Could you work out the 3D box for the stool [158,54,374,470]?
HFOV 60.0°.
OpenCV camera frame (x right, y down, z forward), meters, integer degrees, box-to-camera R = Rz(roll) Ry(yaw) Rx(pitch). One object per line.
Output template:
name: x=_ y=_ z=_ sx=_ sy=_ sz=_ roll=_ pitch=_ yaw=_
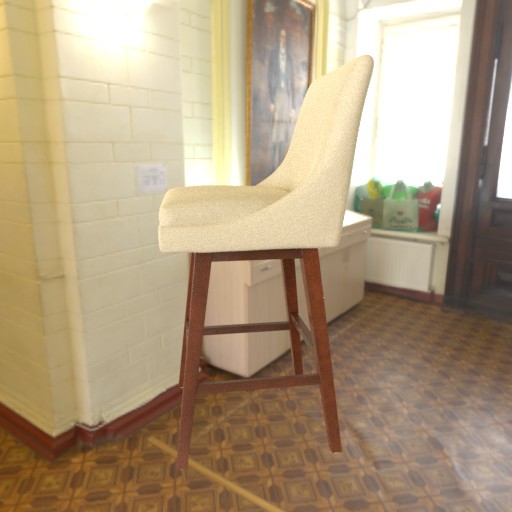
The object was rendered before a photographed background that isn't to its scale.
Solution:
stool: x=0.000 y=0.000 z=1.362 sx=0.559 sy=1.097 sz=0.470 roll=-2 pitch=14 yaw=-9
